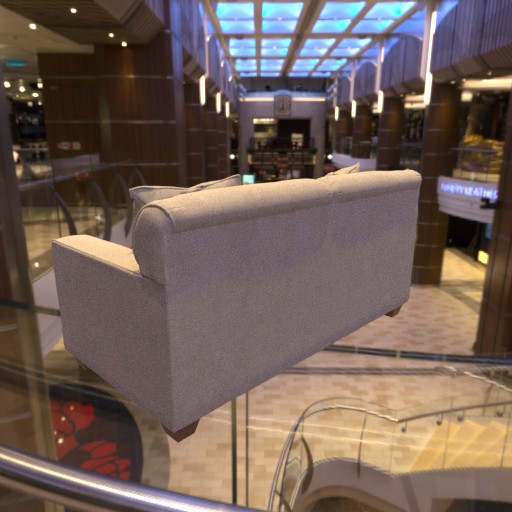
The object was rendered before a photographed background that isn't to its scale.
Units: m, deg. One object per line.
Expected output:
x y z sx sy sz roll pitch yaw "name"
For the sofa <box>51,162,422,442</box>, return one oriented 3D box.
0.000 0.000 2.437 0.998 0.958 1.846 15 21 42 "sofa"
